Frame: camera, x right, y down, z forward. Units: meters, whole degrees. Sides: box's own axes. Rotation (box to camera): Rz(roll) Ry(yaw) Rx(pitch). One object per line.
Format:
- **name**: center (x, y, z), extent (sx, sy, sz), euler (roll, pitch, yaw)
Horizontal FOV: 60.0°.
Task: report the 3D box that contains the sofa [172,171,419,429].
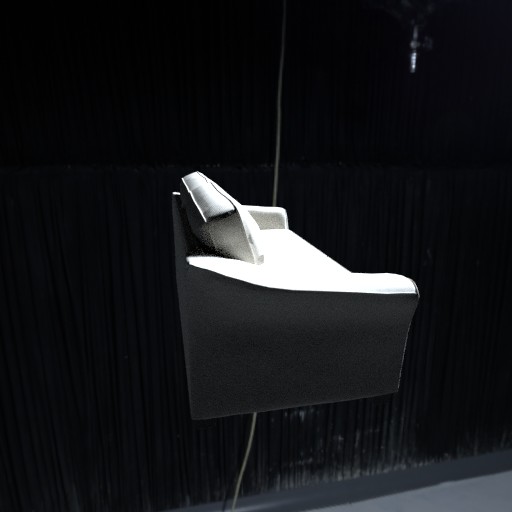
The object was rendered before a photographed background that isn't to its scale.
- **sofa**: center (0.000, 0.000, 2.808), extent (0.980, 0.965, 2.270), euler (-3, 15, -11)
